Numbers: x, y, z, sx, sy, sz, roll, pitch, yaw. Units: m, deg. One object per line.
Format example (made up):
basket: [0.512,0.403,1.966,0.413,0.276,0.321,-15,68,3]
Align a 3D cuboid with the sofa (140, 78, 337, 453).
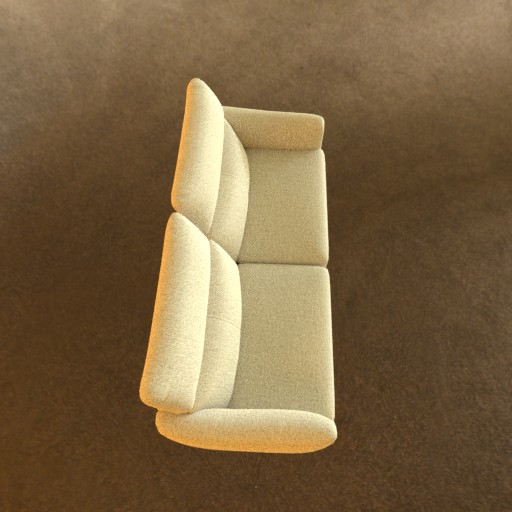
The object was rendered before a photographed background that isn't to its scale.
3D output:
sofa: [0.000,0.000,2.509,0.856,0.956,2.015,2,63,1]
